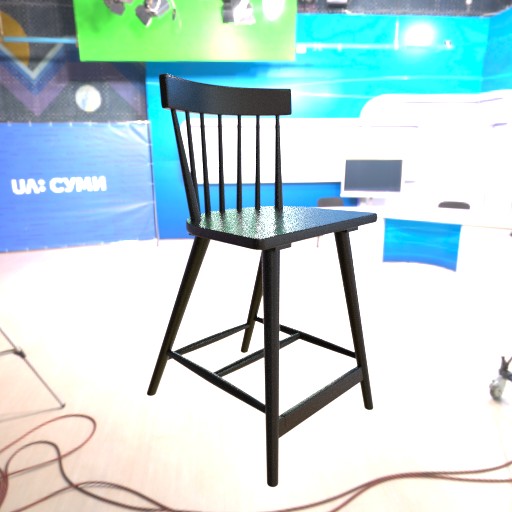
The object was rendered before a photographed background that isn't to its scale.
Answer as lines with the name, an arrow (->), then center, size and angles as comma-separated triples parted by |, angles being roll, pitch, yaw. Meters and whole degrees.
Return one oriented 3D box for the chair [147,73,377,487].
chair -> 0.000, 0.000, 1.277 | 0.572, 0.952, 0.483 | 14, 20, 43
